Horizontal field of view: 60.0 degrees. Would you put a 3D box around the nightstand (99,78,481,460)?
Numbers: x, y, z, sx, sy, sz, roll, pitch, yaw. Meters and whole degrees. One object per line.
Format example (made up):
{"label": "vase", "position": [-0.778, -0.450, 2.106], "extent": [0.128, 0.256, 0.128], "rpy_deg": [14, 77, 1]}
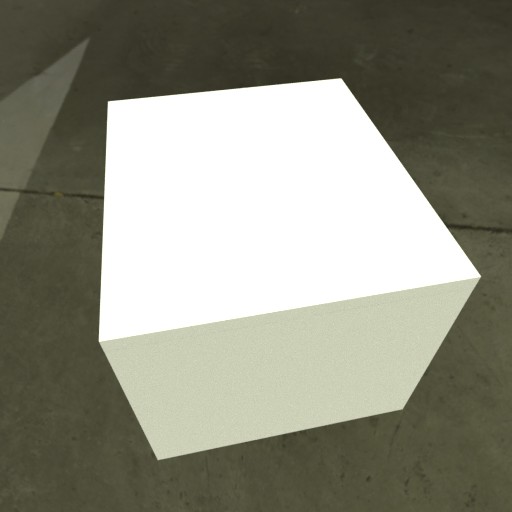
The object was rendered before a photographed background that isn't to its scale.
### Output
{"label": "nightstand", "position": [0.000, 0.000, 0.743], "extent": [0.408, 0.351, 0.470], "rpy_deg": [-9, 48, -8]}
